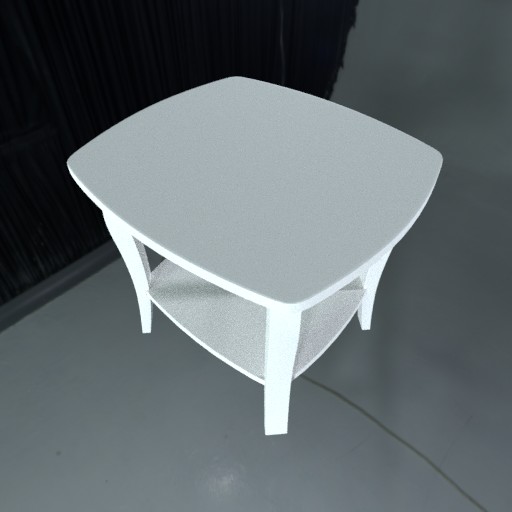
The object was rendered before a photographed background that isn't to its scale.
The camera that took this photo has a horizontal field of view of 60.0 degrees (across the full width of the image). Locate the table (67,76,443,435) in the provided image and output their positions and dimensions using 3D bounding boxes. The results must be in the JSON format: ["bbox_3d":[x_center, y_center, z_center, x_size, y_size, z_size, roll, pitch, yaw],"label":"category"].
[{"bbox_3d":[0.000,0.000,0.839,0.502,0.438,0.451,31,53,27],"label":"table"}]
